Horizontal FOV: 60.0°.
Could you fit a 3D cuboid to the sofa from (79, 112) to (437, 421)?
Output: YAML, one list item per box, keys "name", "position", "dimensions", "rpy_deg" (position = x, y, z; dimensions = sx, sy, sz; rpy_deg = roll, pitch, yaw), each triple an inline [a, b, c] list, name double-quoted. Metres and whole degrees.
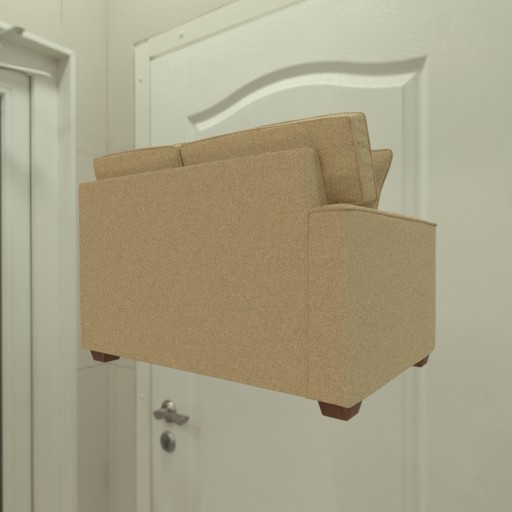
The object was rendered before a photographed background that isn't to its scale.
- name: "sofa"
  position: [0.000, 0.000, 2.065]
  dimensions: [1.388, 0.989, 0.991]
  rpy_deg: [0, 1, 36]
